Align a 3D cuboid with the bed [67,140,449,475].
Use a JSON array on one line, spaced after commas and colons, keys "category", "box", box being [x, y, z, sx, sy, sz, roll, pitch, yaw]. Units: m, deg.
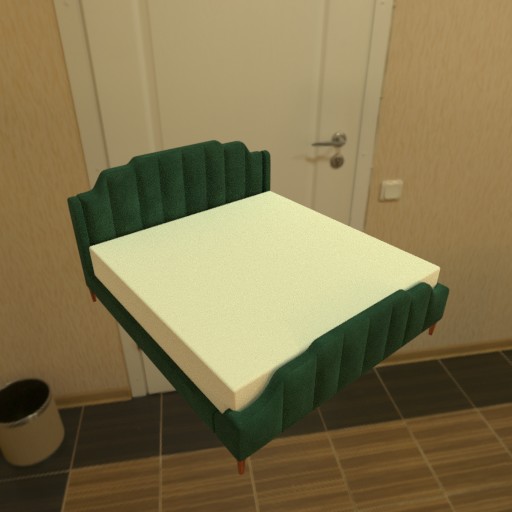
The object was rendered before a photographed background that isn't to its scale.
[{"category": "bed", "box": [0.000, 0.000, 3.567, 2.074, 1.245, 2.340, -22, 37, -33]}]
